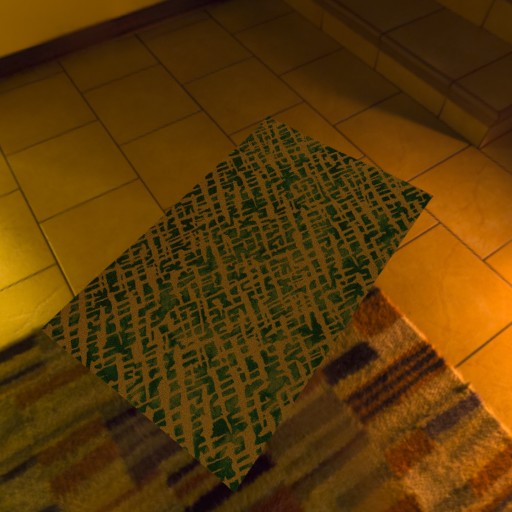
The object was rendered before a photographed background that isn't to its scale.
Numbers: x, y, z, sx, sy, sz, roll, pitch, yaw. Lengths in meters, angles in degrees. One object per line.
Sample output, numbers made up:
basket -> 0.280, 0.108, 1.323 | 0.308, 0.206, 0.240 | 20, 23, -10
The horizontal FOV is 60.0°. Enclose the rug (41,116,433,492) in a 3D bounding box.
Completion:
rug -> 0.000, 0.000, 3.042 | 1.520, 0.011, 2.447 | 32, 63, 19
